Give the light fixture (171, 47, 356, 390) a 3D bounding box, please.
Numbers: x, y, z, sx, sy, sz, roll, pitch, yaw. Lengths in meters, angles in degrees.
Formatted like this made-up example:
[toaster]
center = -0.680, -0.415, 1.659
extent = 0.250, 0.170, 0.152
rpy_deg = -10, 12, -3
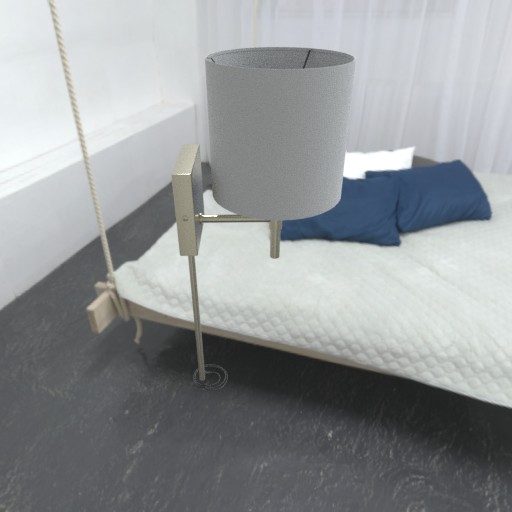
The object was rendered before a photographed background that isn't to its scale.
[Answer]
[light fixture]
center = 0.000, 0.000, 0.712
extent = 0.248, 0.589, 0.188
rpy_deg = -1, 32, -1
